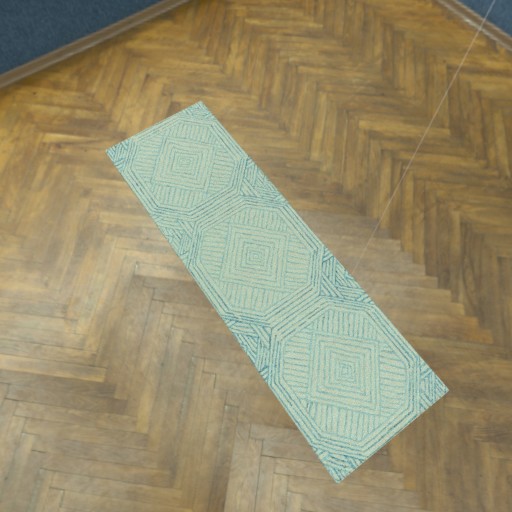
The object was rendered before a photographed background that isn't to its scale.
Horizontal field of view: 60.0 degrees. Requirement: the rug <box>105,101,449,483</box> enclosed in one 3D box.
[{"bbox_3d":[0.000,0.000,2.666,0.775,0.012,2.452,-33,69,-14],"label":"rug"}]
